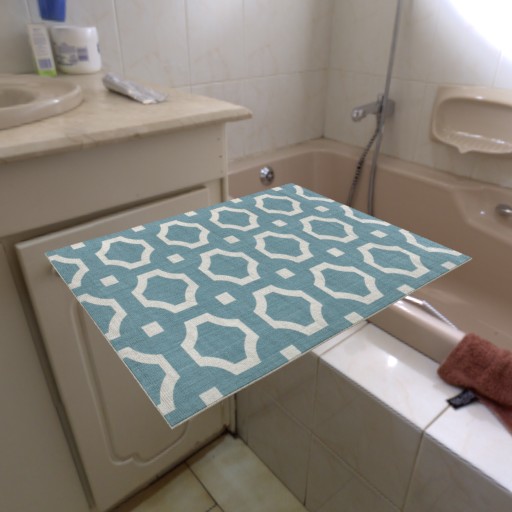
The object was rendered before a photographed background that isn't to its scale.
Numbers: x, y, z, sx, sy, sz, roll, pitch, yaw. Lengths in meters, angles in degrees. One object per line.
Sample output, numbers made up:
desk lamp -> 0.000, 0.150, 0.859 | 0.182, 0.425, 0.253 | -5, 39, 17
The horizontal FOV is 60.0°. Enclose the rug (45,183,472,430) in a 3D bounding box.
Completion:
rug -> 0.000, 0.000, 4.056 | 3.049, 0.021, 2.466 | -21, 35, -32
